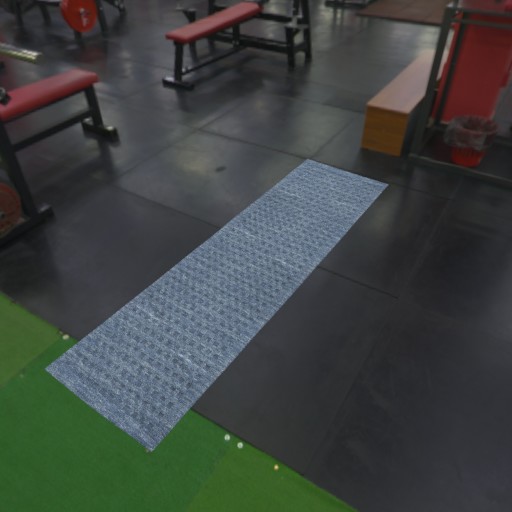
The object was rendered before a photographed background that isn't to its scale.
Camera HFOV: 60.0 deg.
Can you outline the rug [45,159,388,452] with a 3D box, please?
[{"bbox_3d":[0.000,0.000,2.659,0.688,0.008,2.443,24,46,26],"label":"rug"}]
